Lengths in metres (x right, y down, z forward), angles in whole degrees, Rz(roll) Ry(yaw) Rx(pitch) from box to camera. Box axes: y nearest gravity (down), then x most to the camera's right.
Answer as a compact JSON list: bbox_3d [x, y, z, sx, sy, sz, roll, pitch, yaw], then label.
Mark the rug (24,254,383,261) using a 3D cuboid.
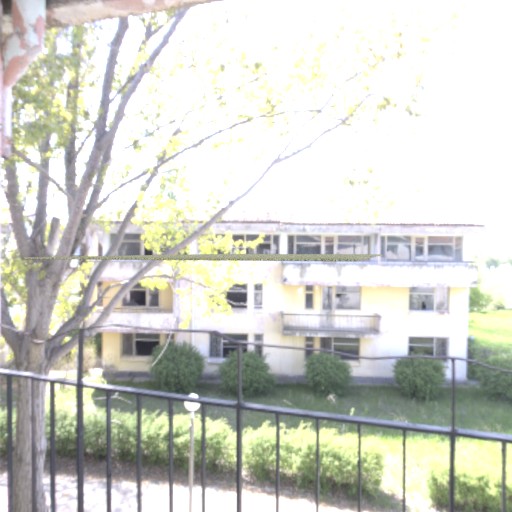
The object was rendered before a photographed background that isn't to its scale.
[{"bbox_3d":[0.000,0.000,2.197,1.143,0.006,1.747,0,1,18],"label":"rug"}]
